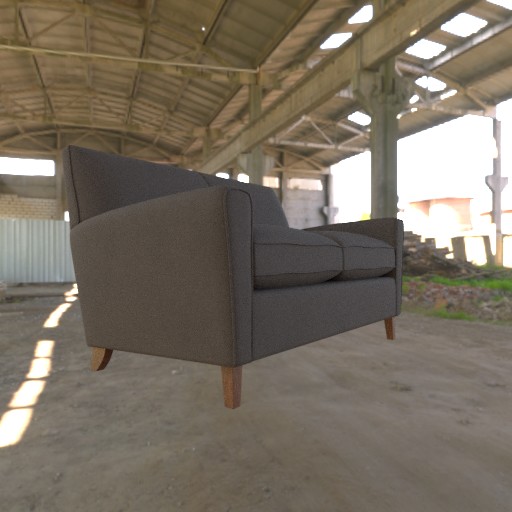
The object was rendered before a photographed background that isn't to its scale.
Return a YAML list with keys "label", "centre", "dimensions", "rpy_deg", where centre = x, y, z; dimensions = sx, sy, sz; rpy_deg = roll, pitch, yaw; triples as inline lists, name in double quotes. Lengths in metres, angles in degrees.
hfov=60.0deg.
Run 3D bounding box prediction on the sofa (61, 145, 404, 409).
- label: "sofa"
  centre: [0.000, 0.000, 1.982]
  dimensions: [0.871, 0.846, 1.420]
  rpy_deg: [0, 0, 37]
